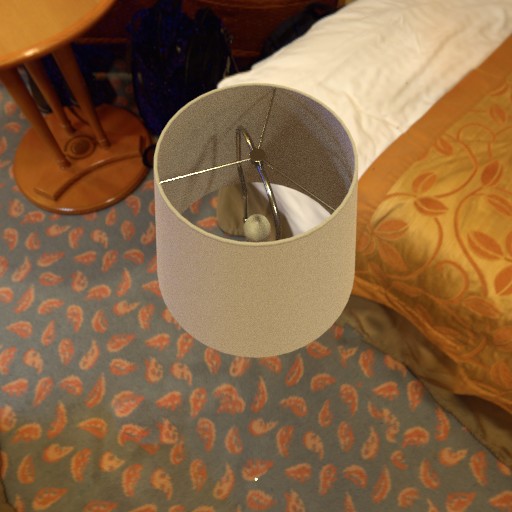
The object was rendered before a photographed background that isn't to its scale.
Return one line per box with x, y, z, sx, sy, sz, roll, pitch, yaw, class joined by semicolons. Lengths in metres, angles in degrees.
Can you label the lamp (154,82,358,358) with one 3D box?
0.000;0.000;0.564;0.254;0.392;0.254;0;63;0;lamp
